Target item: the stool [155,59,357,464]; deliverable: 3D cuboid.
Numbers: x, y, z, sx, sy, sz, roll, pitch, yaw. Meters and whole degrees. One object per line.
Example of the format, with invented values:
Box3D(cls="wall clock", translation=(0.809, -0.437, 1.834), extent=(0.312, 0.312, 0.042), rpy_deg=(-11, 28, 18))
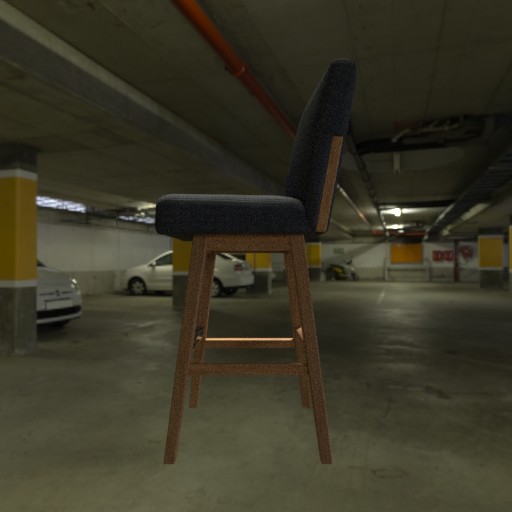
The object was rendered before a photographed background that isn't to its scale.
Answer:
Box3D(cls="stool", translation=(0.000, 0.000, 1.423), extent=(0.570, 1.112, 0.483), rpy_deg=(0, -1, 0))
